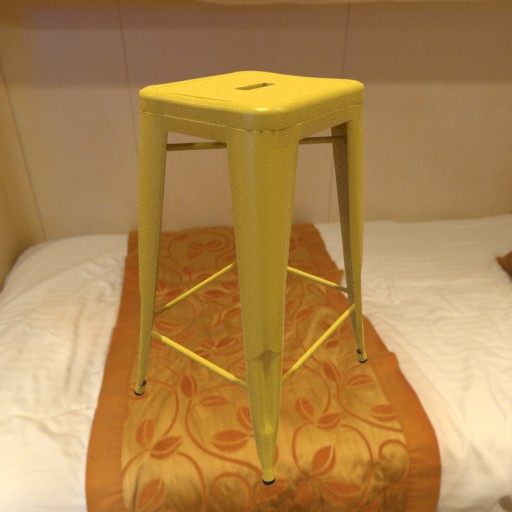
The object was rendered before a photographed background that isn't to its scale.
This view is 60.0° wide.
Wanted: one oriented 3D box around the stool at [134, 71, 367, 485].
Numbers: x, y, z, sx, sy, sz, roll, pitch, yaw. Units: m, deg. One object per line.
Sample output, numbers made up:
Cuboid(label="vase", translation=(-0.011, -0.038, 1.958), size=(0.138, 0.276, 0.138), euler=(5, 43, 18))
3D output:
Cuboid(label="stool", translation=(0.000, 0.000, 0.835), size=(0.359, 0.609, 0.399), euler=(20, 35, 31))
